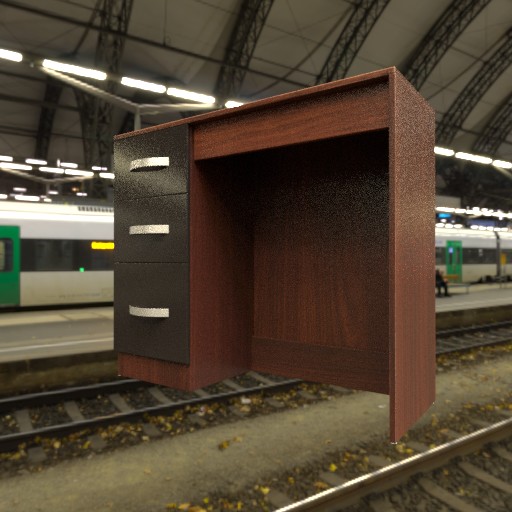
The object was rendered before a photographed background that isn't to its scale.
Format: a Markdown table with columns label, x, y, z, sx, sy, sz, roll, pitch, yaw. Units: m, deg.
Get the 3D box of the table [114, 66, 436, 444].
| label | x | y | z | sx | sy | sz | roll | pitch | yaw |
| --- | --- | --- | --- | --- | --- | --- | --- | --- | --- |
| table | 0.000 | 0.000 | 1.319 | 0.930 | 0.790 | 0.380 | 0 | 0 | 35 |
